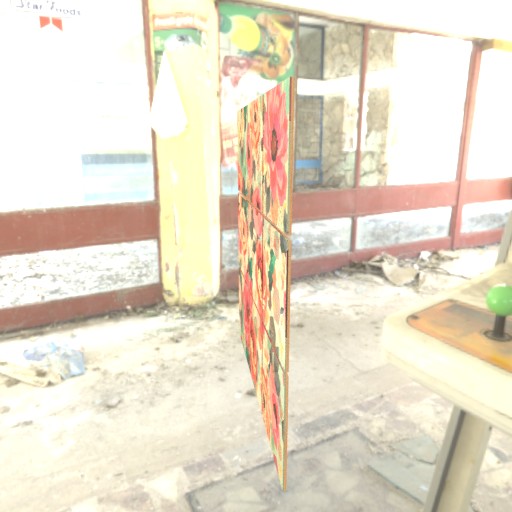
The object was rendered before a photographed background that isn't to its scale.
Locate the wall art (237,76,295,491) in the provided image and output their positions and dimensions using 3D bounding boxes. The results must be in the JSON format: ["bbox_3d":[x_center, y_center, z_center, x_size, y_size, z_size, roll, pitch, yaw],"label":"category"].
[{"bbox_3d":[0.000,0.000,1.828,0.013,1.220,1.216,-2,14,-8],"label":"wall art"}]
